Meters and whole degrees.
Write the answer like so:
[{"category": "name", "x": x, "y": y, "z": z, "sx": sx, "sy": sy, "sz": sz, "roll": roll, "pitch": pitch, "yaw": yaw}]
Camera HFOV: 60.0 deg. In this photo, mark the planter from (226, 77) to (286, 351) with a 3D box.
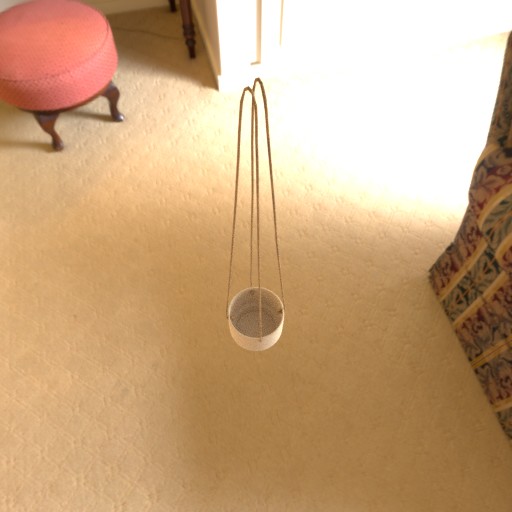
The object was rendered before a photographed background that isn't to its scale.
[{"category": "planter", "x": 0.000, "y": 0.000, "z": 0.894, "sx": 0.146, "sy": 0.841, "sz": 0.146, "roll": 32, "pitch": 65, "yaw": 17}]
